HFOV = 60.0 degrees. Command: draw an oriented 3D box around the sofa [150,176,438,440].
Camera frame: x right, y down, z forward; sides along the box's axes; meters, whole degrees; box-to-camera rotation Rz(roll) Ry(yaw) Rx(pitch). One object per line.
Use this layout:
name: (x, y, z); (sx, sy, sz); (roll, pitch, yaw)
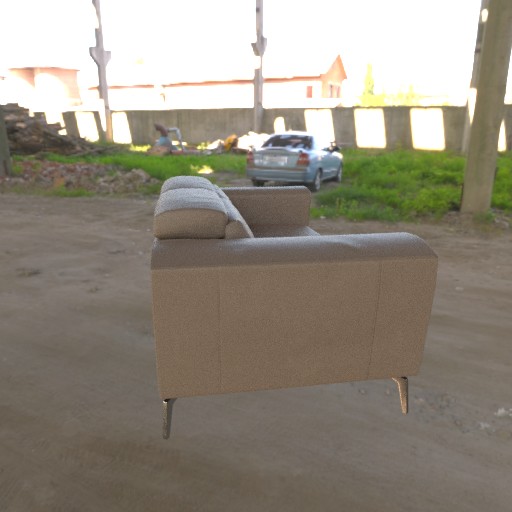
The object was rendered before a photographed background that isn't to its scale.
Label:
sofa: (0.000, 0.000, 2.394); (1.003, 0.779, 1.895); (-3, 16, -9)
